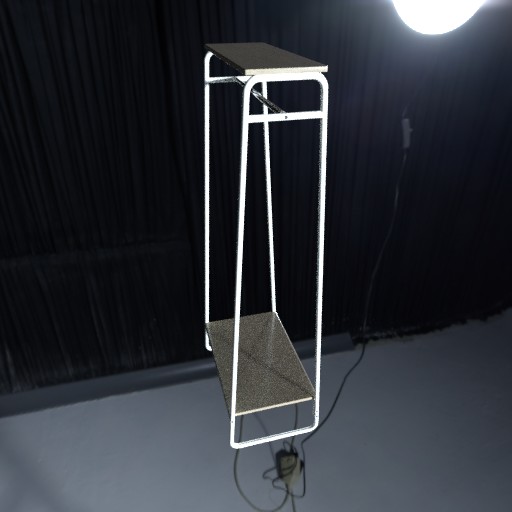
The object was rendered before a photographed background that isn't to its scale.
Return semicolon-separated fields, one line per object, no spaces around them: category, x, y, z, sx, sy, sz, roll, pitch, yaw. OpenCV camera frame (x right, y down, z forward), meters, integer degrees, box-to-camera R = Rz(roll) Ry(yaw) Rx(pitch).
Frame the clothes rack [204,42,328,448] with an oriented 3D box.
clothes rack;0.000;0.000;1.806;0.400;1.512;0.640;-8;32;-13
